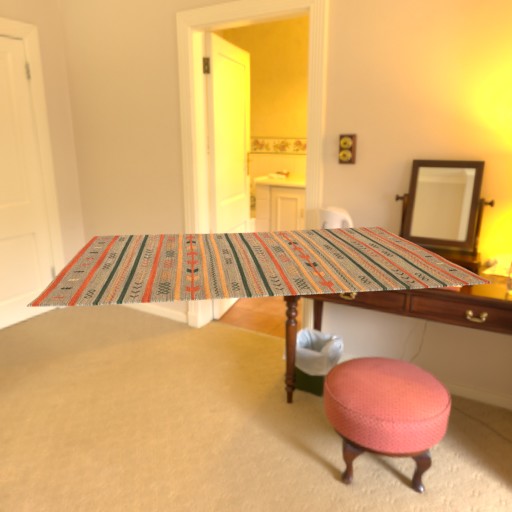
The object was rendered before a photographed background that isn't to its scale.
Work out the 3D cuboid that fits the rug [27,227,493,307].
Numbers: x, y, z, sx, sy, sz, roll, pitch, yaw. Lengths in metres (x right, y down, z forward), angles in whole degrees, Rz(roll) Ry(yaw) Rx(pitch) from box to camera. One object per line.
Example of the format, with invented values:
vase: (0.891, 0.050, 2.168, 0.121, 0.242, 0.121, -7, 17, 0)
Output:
rug: (0.000, 0.000, 3.017, 2.439, 0.029, 1.537, -2, 16, -8)
